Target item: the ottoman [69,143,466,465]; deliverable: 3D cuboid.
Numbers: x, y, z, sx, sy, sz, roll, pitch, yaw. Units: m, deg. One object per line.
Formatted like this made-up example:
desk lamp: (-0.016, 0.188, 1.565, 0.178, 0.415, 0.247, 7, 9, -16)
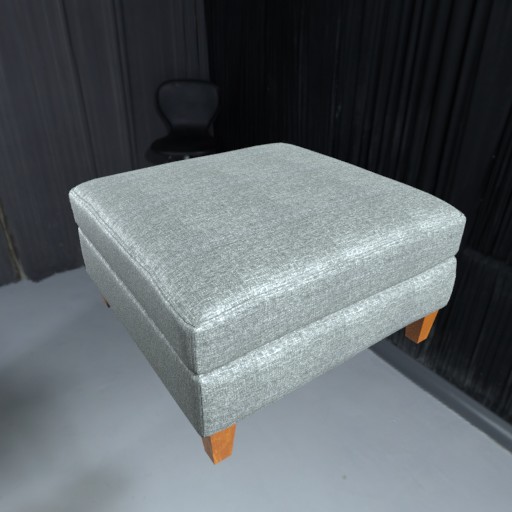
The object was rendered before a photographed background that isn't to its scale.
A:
ottoman: (0.000, 0.000, 1.338, 0.838, 0.481, 0.838, -19, 35, -30)
